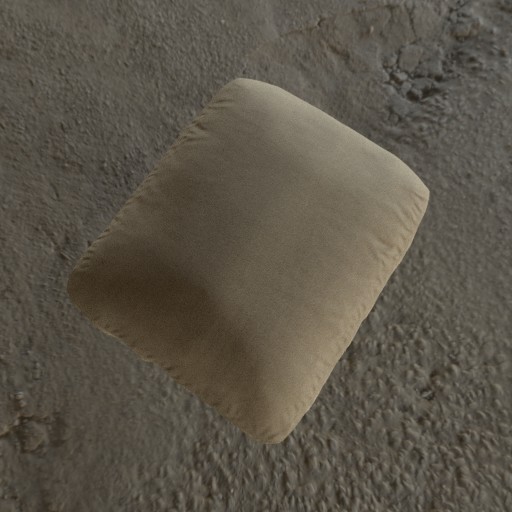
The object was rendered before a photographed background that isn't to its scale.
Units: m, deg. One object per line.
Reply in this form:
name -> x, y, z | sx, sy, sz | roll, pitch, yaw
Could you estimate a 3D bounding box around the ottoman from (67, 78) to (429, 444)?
ottoman -> 0.000, 0.000, 1.100 | 0.584, 0.480, 0.712 | 34, 78, 8
